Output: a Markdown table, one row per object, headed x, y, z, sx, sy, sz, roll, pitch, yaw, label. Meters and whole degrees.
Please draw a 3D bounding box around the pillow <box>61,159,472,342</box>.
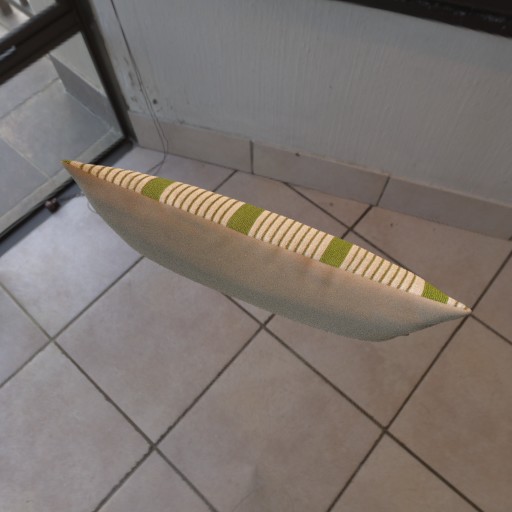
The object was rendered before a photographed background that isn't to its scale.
| x | y | z | sx | sy | sz | roll | pitch | yaw | label |
| --- | --- | --- | --- | --- | --- | --- | --- | --- | --- |
| 0.000 | 0.000 | 0.744 | 0.608 | 0.292 | 0.156 | 21 | 66 | 10 | pillow |
